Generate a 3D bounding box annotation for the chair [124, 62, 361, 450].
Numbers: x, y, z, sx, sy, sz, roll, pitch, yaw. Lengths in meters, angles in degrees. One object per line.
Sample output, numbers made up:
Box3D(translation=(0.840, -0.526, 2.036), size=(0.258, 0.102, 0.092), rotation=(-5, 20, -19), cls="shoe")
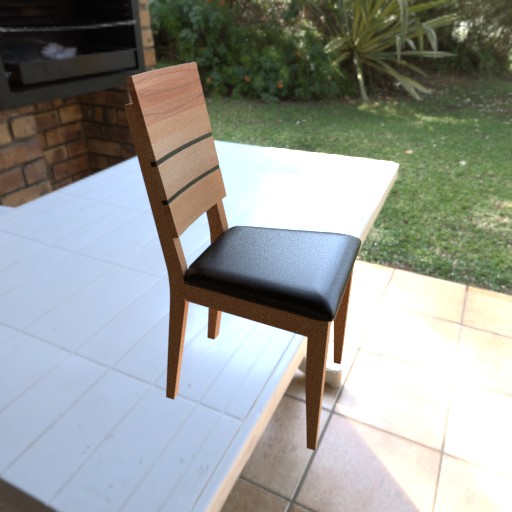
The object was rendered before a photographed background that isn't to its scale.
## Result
Box3D(translation=(0.000, 0.000, 1.220), size=(0.520, 0.940, 0.410), rotation=(10, 31, 18), cls="chair")
